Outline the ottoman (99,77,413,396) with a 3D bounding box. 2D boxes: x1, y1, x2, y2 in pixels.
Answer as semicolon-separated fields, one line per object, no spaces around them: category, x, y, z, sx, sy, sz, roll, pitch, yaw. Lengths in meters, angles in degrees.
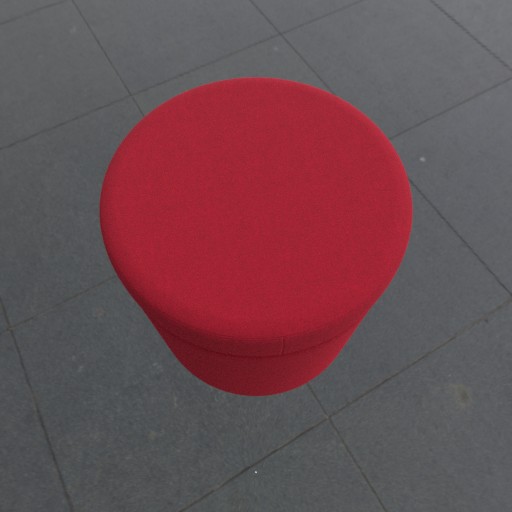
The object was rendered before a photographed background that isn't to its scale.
ottoman;0.000;0.000;0.736;0.400;0.406;0.400;0;64;0
